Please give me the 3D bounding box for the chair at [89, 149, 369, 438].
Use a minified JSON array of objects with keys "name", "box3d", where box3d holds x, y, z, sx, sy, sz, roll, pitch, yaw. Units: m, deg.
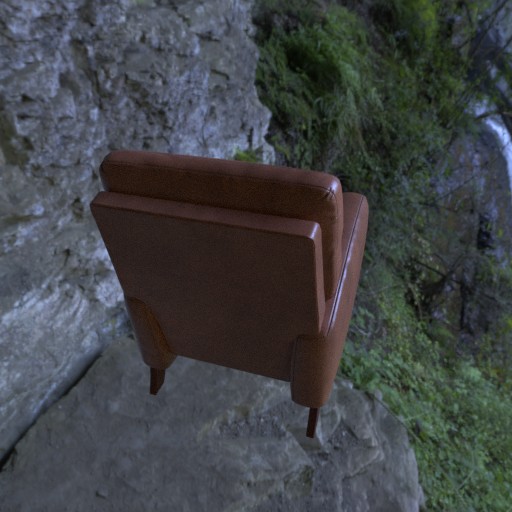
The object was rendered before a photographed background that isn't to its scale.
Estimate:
[{"name":"chair","box3d":[0.000,0.000,1.673,0.762,0.990,0.990,10,33,15]}]
